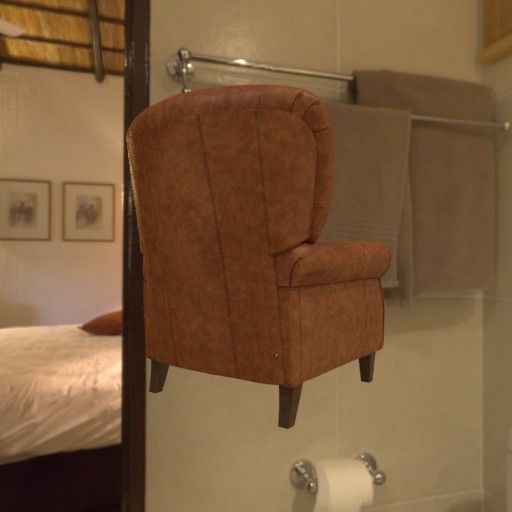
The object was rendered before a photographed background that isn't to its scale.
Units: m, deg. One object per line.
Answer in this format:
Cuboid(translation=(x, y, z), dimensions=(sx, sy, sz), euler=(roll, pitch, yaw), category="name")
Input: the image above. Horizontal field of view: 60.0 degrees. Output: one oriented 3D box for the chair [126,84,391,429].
Cuboid(translation=(0.000, 0.000, 1.934), dimensions=(0.951, 1.164, 1.059), euler=(0, -1, 37), category="chair")
